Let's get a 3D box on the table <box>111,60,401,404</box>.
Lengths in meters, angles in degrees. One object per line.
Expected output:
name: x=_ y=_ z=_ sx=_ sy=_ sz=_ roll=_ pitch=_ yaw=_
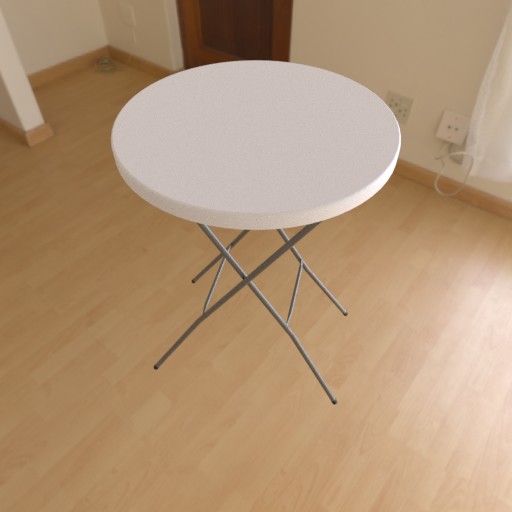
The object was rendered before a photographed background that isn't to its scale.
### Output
table: x=0.000 y=0.000 z=1.637 sx=0.795 sy=1.105 sz=0.792 roll=10 pitch=48 yaw=9
